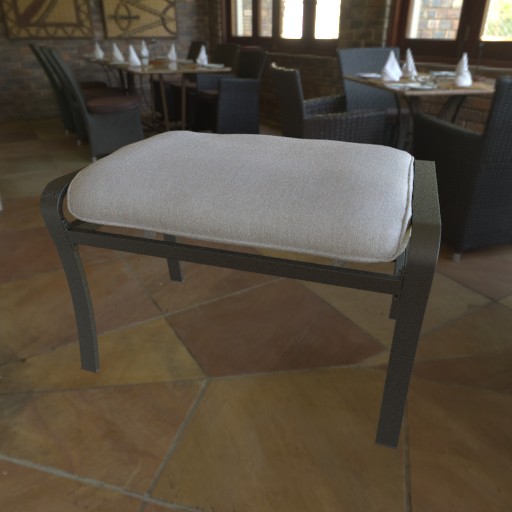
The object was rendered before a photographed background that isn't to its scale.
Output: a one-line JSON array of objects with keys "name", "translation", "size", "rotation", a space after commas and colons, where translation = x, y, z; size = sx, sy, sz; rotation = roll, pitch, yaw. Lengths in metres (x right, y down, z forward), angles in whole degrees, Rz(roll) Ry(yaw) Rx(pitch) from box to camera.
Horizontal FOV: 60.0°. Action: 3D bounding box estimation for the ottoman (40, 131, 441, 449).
[{"name": "ottoman", "translation": [0.000, 0.000, 0.870], "size": [0.610, 0.422, 0.406], "rotation": [9, 28, 16]}]
